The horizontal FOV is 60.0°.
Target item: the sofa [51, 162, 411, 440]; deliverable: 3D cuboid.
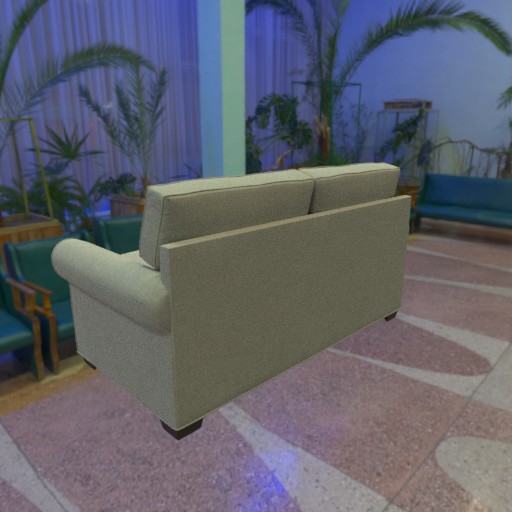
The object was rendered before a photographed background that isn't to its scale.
[{"bbox_3d":[0.000,0.000,2.316,1.774,0.933,0.861,-15,22,-42],"label":"sofa"}]
